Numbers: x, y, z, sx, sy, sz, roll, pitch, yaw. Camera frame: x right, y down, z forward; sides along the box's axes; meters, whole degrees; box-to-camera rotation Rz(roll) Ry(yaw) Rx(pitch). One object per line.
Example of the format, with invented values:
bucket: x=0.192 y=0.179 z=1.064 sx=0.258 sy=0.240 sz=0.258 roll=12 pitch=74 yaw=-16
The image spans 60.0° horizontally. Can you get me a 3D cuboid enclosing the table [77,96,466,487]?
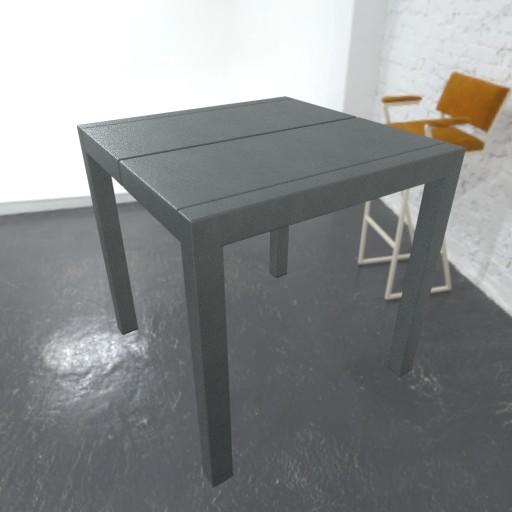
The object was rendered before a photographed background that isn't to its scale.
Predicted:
table: x=0.000 y=0.000 z=0.930 sx=0.508 sy=0.508 sz=0.508 roll=-18 pitch=35 yaw=-28
